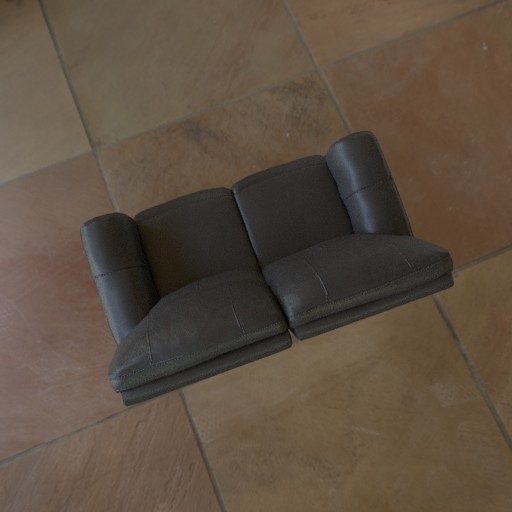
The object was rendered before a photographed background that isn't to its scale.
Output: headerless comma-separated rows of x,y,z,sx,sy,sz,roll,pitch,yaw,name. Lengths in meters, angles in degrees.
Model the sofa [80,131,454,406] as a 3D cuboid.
0.000,0.000,2.539,1.765,1.111,1.104,-19,77,-4,sofa
